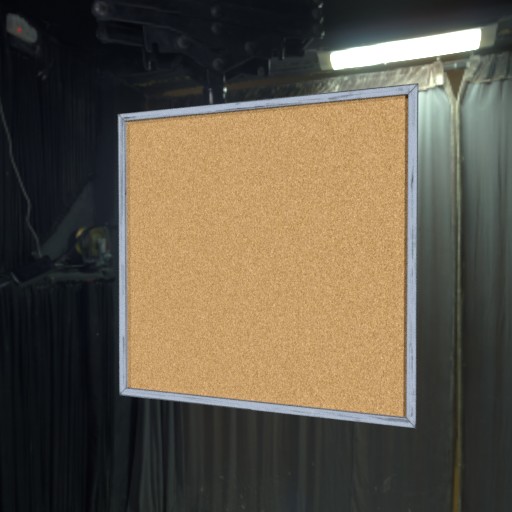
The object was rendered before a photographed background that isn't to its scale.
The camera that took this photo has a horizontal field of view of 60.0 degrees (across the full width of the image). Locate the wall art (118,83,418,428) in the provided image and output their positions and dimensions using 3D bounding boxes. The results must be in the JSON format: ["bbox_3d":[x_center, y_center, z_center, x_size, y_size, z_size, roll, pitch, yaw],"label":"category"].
[{"bbox_3d":[0.000,0.000,0.741,0.506,0.506,0.038,0,1,17],"label":"wall art"}]
